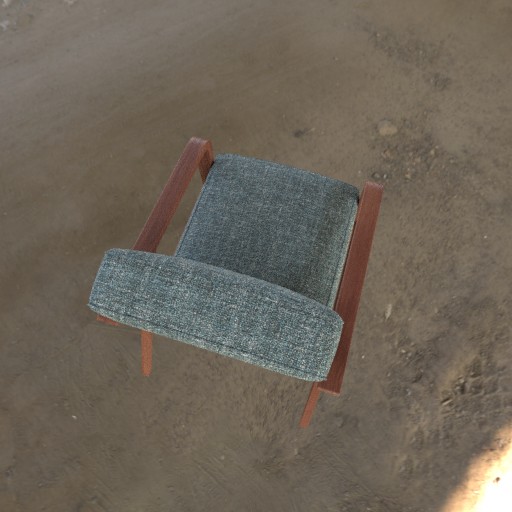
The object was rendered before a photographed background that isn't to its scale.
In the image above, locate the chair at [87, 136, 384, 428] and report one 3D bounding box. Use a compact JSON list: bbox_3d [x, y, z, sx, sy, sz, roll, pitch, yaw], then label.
[{"bbox_3d":[0.000,0.000,1.531,0.719,0.864,0.889,16,66,7],"label":"chair"}]
